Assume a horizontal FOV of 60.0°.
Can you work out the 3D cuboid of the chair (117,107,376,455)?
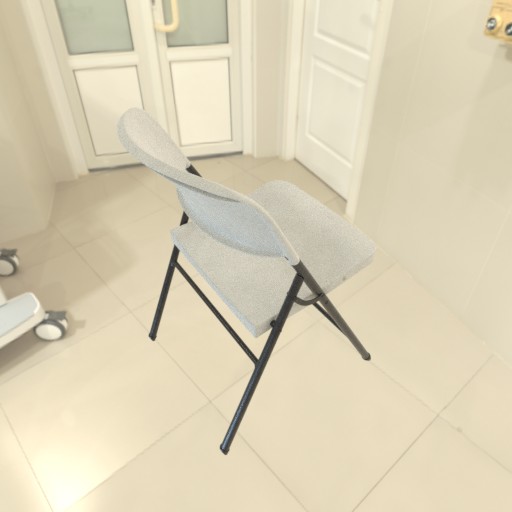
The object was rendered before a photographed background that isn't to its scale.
[{"bbox_3d":[0.000,0.000,1.189,0.566,0.810,0.494,-24,47,-25],"label":"chair"}]
